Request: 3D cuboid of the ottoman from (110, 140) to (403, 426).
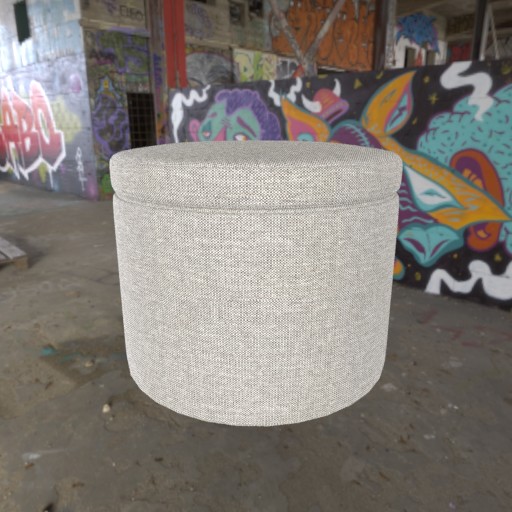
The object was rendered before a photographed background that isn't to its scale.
[{"bbox_3d":[0.000,0.000,0.842,0.500,0.419,0.500,0,16,0],"label":"ottoman"}]
